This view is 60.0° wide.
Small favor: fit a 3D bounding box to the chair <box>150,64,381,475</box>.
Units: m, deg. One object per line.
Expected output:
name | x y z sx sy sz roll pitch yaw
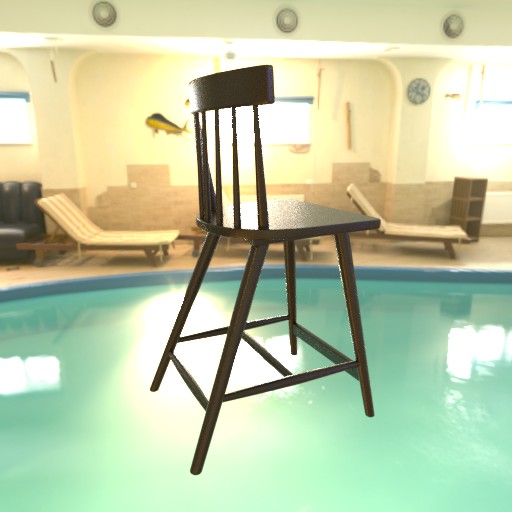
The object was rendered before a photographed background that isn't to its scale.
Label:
chair | 0.000 0.000 1.279 0.572 0.952 0.483 -7 16 -26
